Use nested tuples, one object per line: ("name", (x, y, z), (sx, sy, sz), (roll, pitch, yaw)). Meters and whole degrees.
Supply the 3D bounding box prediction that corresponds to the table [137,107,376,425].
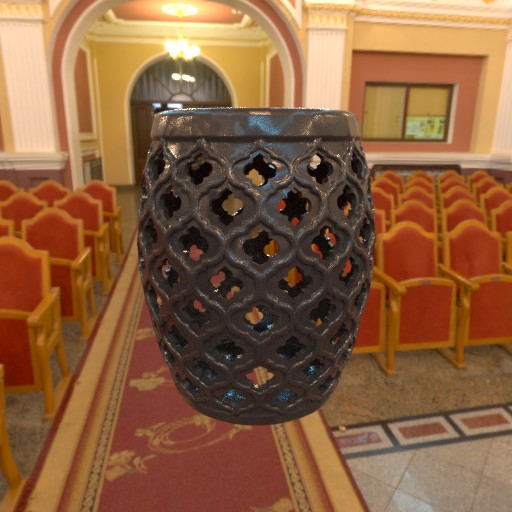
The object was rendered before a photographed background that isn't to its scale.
("table", (0.000, 0.000, 0.631), (0.325, 0.388, 0.325), (0, 15, 0))
